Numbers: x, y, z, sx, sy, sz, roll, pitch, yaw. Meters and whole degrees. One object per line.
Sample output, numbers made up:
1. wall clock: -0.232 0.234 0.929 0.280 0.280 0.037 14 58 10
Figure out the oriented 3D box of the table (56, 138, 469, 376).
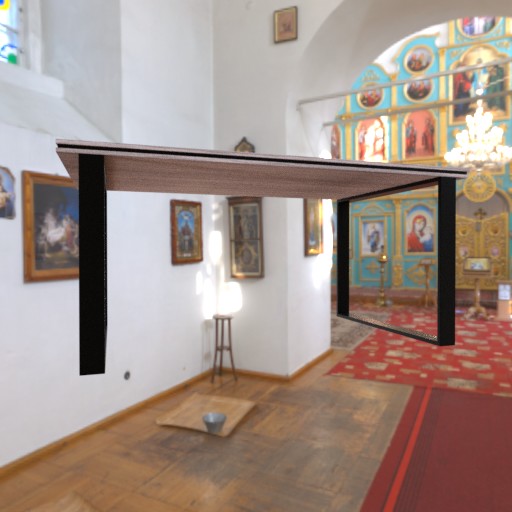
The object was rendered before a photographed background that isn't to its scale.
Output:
1. table: 0.000 0.000 2.027 1.579 0.736 0.881 0 1 -18
